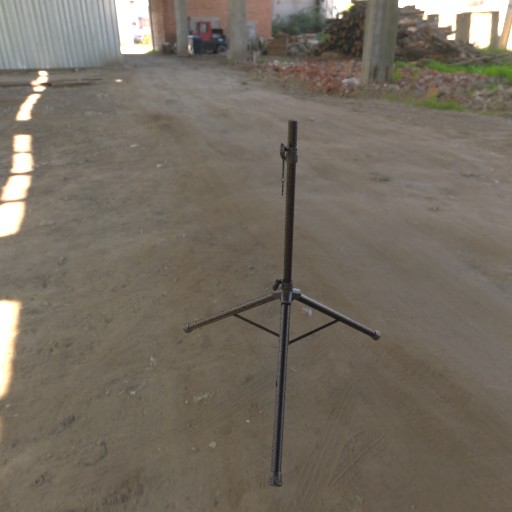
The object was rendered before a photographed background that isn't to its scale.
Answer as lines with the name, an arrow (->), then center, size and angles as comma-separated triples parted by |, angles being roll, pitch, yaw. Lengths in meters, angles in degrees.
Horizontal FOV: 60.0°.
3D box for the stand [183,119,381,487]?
stand -> 0.000, 0.000, 1.869 | 0.907, 1.136, 1.045 | 17, 31, 31
